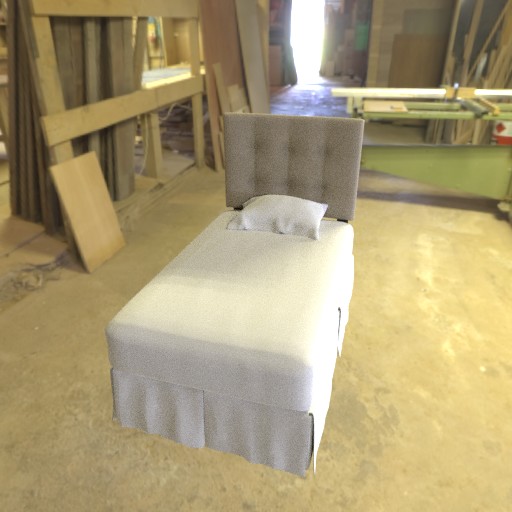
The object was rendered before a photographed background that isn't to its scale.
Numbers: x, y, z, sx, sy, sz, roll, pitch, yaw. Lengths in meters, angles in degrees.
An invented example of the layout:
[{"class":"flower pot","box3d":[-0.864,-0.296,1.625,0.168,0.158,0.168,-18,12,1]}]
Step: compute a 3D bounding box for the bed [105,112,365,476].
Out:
[{"class":"bed","box3d":[0.000,0.000,3.034,1.261,1.571,1.997,8,28,15]}]
